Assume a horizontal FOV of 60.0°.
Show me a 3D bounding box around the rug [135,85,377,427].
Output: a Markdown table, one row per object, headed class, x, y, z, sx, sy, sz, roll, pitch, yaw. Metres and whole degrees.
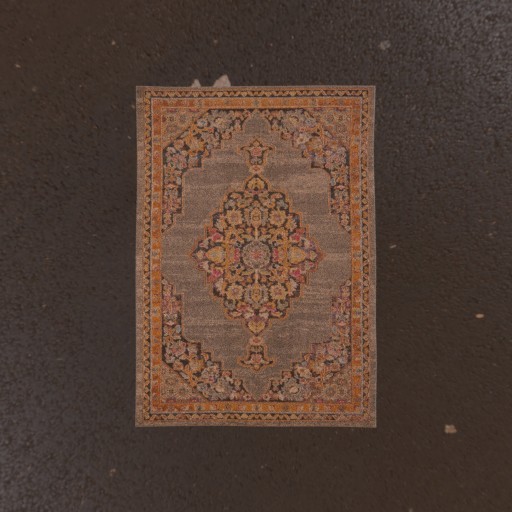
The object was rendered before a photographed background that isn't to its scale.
| class | x | y | z | sx | sy | sz | roll | pitch | yaw |
| --- | --- | --- | --- | --- | --- | --- | --- | --- | --- |
| rug | 0.000 | 0.000 | 3.755 | 2.043 | 0.026 | 2.901 | 0 | 89 | 0 |
